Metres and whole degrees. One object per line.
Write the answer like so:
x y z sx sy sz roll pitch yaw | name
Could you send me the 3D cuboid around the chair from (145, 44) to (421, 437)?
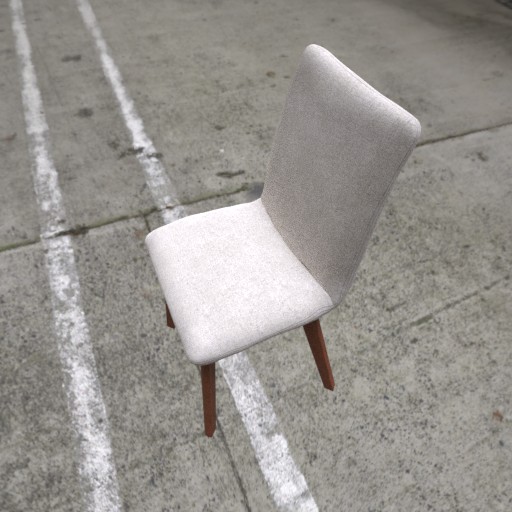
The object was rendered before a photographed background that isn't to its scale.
0.000 0.000 1.284 0.563 0.974 0.522 -17 48 -16 | chair
